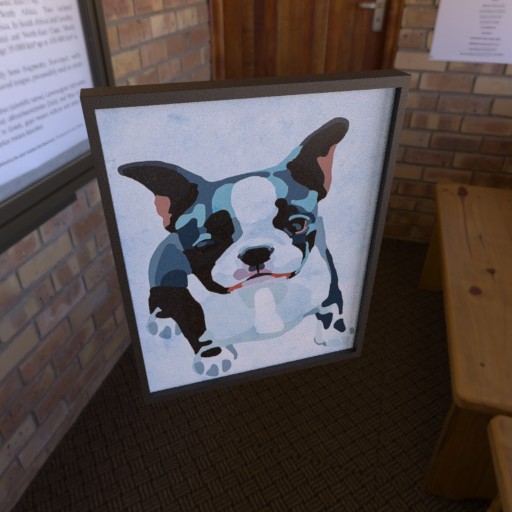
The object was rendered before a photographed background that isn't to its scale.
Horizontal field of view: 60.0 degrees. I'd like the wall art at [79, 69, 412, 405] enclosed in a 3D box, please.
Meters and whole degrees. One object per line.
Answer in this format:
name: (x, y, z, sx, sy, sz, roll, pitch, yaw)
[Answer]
wall art: (0.000, 0.000, 0.492, 0.294, 0.369, 0.030, -9, 34, -14)
